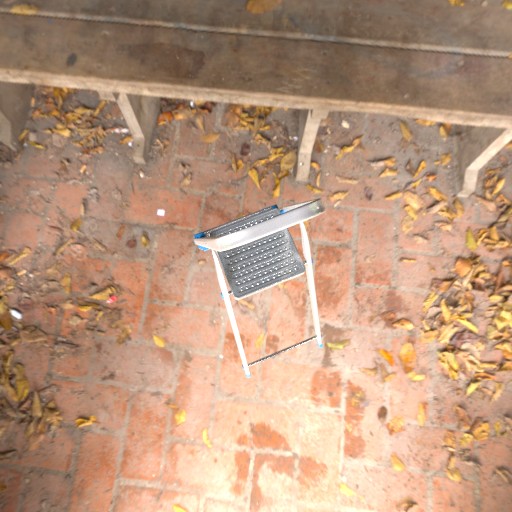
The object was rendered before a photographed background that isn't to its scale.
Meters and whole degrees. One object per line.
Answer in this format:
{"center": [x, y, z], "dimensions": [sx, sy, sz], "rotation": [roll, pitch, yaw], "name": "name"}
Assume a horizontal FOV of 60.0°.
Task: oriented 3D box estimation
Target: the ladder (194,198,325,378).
{"center": [0.000, 0.000, 1.797], "dimensions": [0.445, 1.434, 0.842], "rotation": [-21, 75, -6], "name": "ladder"}
